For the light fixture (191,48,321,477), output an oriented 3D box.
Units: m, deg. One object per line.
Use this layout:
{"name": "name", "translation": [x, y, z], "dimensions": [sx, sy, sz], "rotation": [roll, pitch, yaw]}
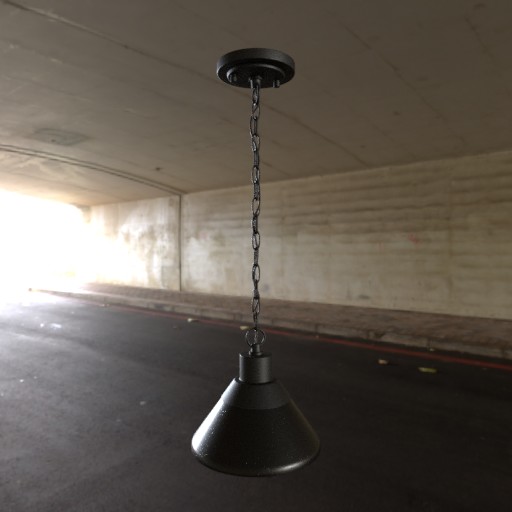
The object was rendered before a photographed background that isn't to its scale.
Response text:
{"name": "light fixture", "translation": [0.000, 0.000, 0.688], "dimensions": [0.201, 0.588, 0.201], "rotation": [0, 1, -18]}
